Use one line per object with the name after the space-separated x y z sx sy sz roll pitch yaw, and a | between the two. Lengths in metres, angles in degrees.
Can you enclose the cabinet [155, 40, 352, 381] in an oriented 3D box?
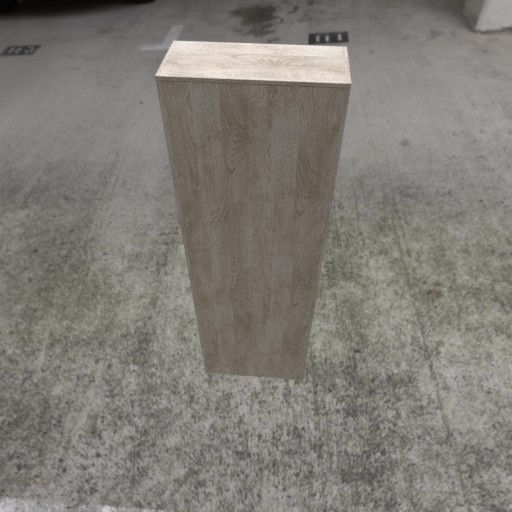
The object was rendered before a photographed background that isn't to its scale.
0.000 0.000 1.847 0.520 1.630 0.250 4 47 3 | cabinet
